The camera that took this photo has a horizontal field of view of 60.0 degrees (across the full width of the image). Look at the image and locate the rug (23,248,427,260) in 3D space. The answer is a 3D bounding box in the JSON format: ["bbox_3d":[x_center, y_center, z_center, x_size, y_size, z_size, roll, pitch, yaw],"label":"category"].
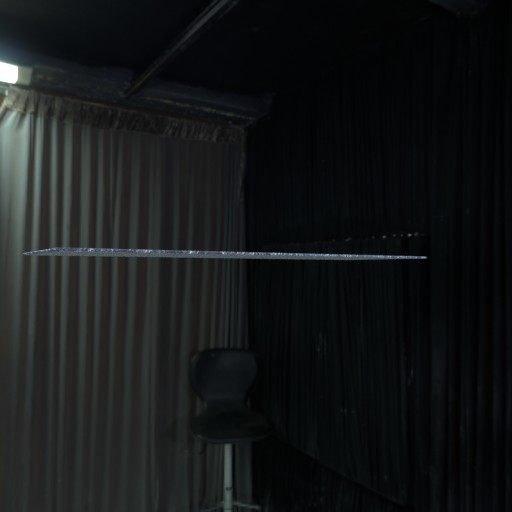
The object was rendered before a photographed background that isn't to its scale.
[{"bbox_3d":[0.000,0.000,2.546,2.306,0.013,0.719,1,-2,-36],"label":"rug"}]
